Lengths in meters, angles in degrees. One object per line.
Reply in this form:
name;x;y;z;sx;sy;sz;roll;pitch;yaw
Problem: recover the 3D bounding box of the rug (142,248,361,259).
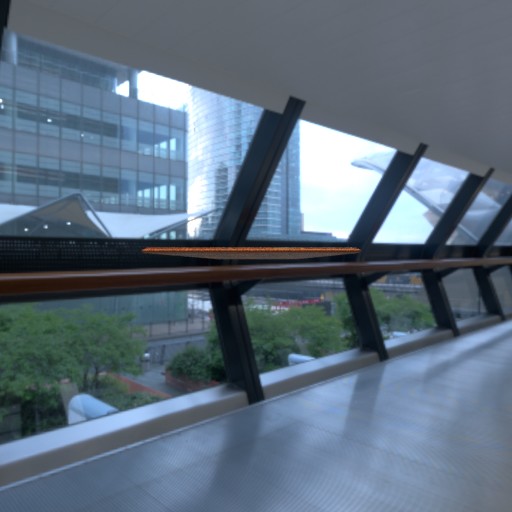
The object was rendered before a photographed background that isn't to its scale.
rug;0.000;0.000;2.443;0.651;0.016;2.274;0;-1;1
